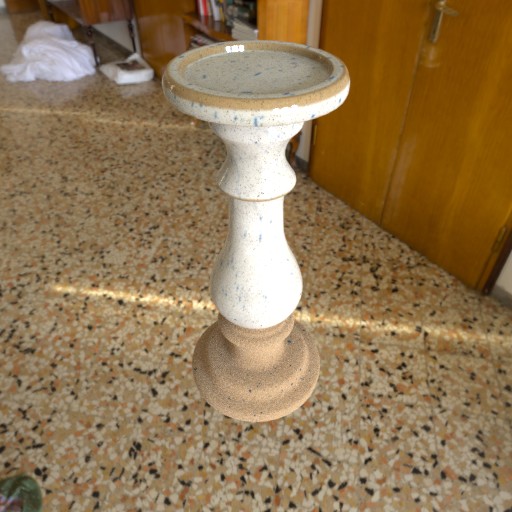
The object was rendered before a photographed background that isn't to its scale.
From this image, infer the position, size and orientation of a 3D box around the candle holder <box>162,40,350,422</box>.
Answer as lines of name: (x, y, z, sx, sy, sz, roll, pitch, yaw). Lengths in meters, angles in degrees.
candle holder: (0.000, 0.000, 0.244, 0.088, 0.203, 0.088, 0, 41, 0)
